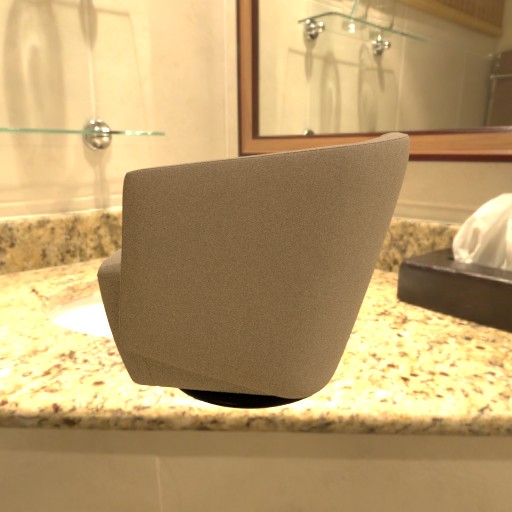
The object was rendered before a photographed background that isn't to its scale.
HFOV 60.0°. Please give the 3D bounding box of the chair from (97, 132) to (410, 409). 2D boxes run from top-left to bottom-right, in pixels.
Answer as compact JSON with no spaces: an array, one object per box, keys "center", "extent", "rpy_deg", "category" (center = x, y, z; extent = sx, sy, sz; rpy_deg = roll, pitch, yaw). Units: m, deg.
[{"center":[0.000,0.000,1.614],"extent":[0.986,0.861,0.822],"rpy_deg":[2,14,9],"category":"chair"}]
